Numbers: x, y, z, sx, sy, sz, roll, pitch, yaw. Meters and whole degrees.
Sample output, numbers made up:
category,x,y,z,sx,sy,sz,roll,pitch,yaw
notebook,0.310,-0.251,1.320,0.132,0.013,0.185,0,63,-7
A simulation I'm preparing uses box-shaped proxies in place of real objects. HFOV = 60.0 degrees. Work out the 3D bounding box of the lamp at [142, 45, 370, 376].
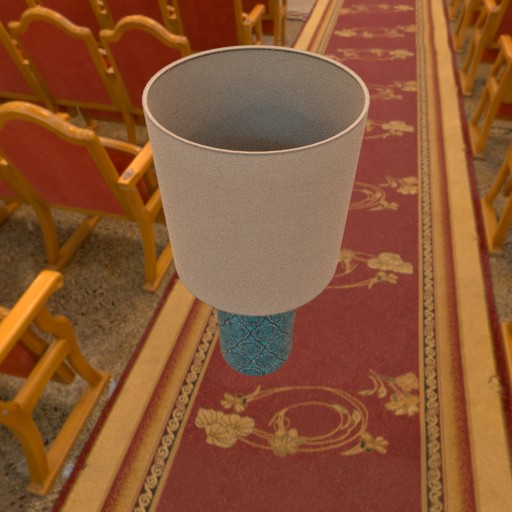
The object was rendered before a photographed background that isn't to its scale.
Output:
category,x,y,z,sx,sy,sz,roll,pitch,yaw
lamp,0.000,0.000,0.765,0.278,0.597,0.278,11,47,10
